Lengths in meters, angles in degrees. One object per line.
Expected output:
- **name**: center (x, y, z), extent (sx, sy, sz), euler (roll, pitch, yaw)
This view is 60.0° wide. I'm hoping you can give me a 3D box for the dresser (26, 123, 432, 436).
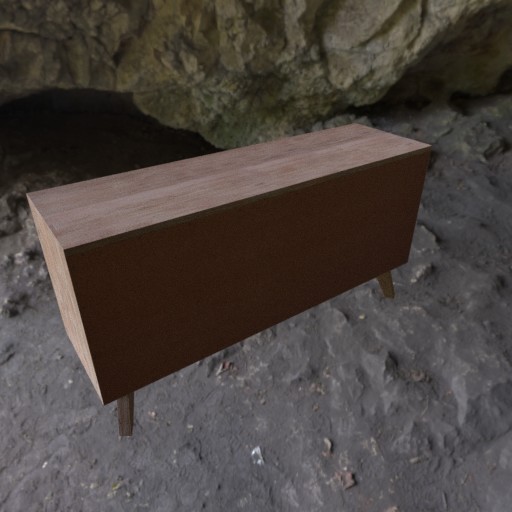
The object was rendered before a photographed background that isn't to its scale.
- **dresser**: center (0.000, 0.000, 1.910), extent (1.554, 0.805, 0.455), euler (-20, 37, -30)
